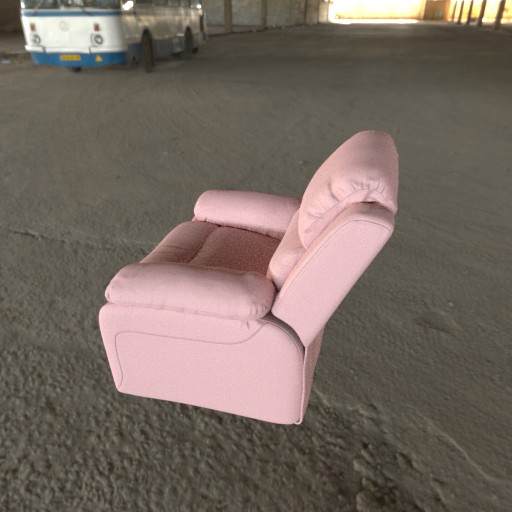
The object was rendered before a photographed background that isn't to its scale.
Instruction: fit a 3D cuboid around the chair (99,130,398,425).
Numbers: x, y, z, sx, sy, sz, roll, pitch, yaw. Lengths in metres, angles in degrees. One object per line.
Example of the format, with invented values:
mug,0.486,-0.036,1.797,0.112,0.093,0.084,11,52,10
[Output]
chair,0.000,0.000,1.276,0.709,0.702,0.680,8,30,14
